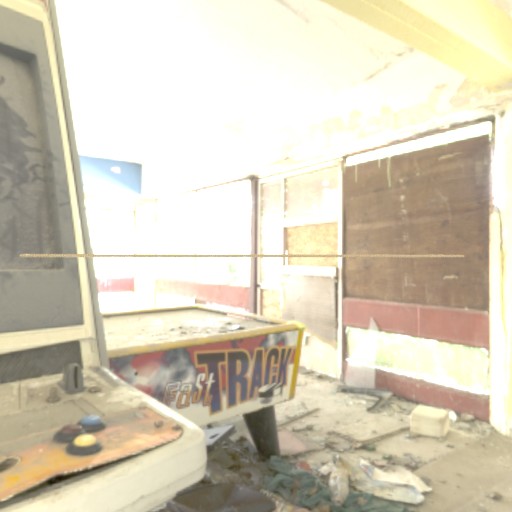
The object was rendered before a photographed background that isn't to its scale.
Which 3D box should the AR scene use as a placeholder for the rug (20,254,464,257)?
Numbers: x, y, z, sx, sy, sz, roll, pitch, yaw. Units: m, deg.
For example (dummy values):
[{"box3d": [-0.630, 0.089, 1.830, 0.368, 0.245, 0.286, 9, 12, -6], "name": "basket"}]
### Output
[{"box3d": [0.000, 0.000, 2.507, 2.276, 0.014, 0.678, 0, 0, -17], "name": "rug"}]
